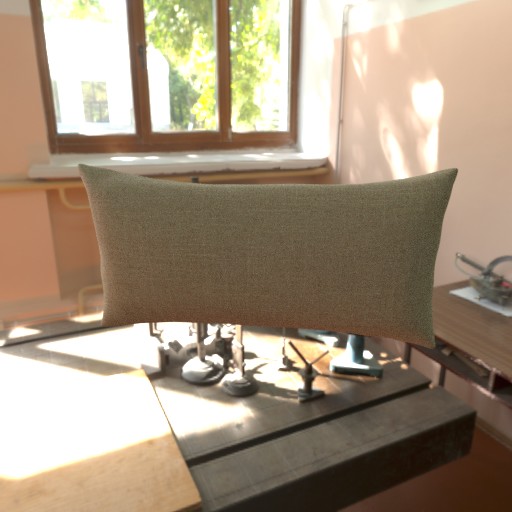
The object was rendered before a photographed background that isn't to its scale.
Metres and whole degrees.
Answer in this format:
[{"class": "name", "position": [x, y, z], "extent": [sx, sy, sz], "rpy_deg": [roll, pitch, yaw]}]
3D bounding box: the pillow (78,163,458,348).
[{"class": "pillow", "position": [0.000, 0.000, 1.058], "extent": [0.859, 0.429, 0.197], "rpy_deg": [3, 17, 9]}]
